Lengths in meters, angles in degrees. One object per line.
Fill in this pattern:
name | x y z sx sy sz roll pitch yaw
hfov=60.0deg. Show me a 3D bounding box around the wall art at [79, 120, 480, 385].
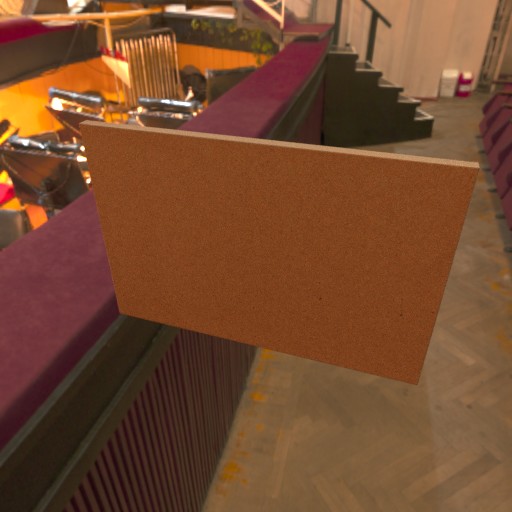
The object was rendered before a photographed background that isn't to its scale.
wall art | 0.000 0.000 0.772 0.615 0.410 0.021 10 34 16
